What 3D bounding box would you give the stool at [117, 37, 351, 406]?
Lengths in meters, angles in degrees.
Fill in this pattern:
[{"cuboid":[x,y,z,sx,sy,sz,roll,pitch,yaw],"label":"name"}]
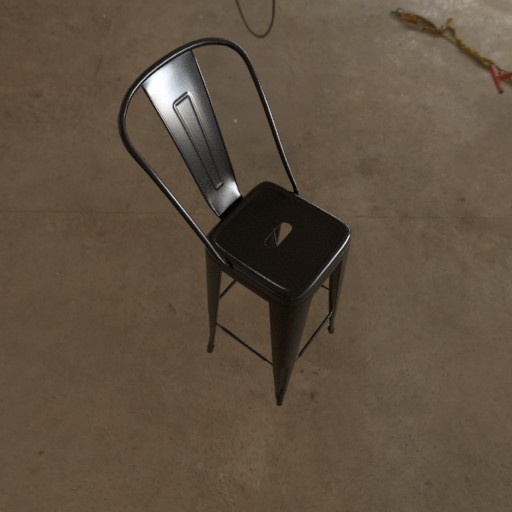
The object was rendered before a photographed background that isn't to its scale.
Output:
[{"cuboid":[0.000,0.000,1.325,0.513,1.096,0.399,33,63,19],"label":"stool"}]
